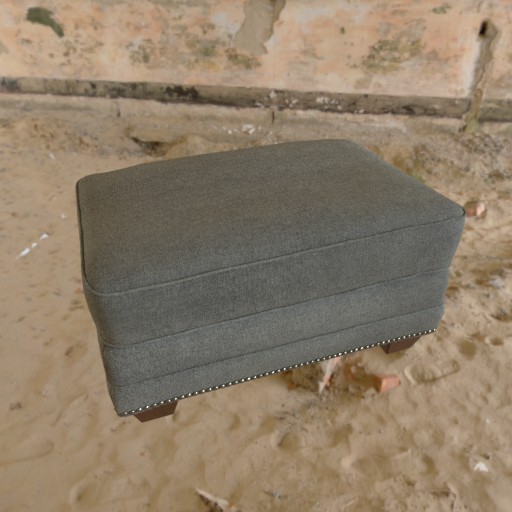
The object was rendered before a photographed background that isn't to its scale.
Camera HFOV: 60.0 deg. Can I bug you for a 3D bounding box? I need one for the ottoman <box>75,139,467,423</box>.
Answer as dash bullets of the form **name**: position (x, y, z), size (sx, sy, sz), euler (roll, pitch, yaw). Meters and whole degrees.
- **ottoman**: position (0.000, 0.000, 1.135), size (0.813, 0.457, 0.561), euler (-11, 34, -16)
